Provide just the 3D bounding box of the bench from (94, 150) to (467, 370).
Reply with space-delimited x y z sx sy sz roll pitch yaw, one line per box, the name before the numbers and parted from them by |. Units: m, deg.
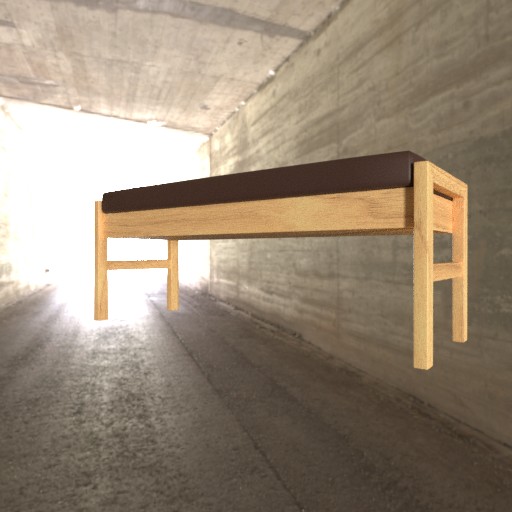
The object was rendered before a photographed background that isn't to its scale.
bench | 0.000 0.000 1.457 1.200 0.480 0.405 0 0 36
